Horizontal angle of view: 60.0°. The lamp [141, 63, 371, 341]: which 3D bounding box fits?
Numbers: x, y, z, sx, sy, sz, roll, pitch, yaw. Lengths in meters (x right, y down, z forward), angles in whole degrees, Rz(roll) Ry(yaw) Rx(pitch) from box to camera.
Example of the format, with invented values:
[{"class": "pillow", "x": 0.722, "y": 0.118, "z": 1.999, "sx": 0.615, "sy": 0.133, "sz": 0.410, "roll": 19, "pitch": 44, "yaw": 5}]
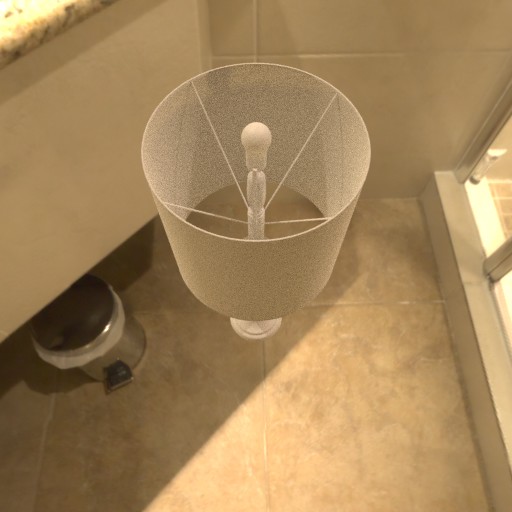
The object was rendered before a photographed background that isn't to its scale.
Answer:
[{"class": "lamp", "x": 0.000, "y": 0.000, "z": 0.732, "sx": 0.250, "sy": 0.597, "sz": 0.250, "roll": -36, "pitch": 68, "yaw": -17}]
